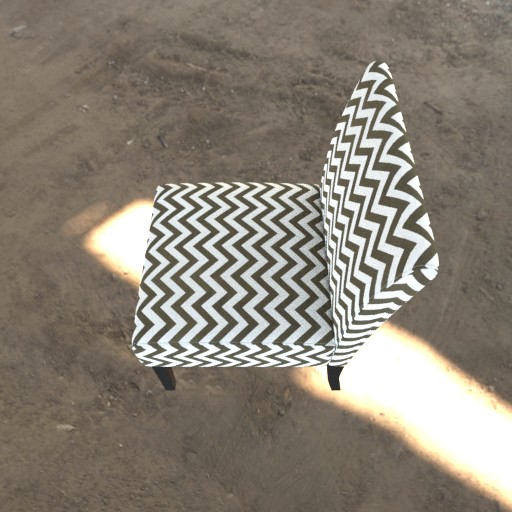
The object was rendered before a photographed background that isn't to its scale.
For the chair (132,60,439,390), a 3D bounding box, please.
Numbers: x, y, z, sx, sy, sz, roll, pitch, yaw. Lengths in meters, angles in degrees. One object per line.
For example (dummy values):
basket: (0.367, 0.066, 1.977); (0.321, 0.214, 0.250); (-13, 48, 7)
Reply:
chair: (0.000, 0.000, 1.253); (0.648, 0.838, 0.589); (0, 58, 0)
